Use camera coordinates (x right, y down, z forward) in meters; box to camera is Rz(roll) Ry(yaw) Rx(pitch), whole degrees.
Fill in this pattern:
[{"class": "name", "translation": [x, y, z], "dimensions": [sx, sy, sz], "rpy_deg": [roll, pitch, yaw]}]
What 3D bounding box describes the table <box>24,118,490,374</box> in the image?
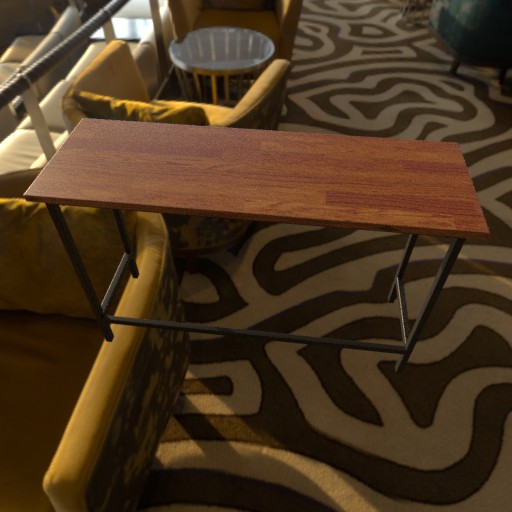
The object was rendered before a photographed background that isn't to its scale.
[{"class": "table", "translation": [0.000, 0.000, 1.539], "dimensions": [1.204, 0.740, 0.408], "rpy_deg": [5, 47, 5]}]
